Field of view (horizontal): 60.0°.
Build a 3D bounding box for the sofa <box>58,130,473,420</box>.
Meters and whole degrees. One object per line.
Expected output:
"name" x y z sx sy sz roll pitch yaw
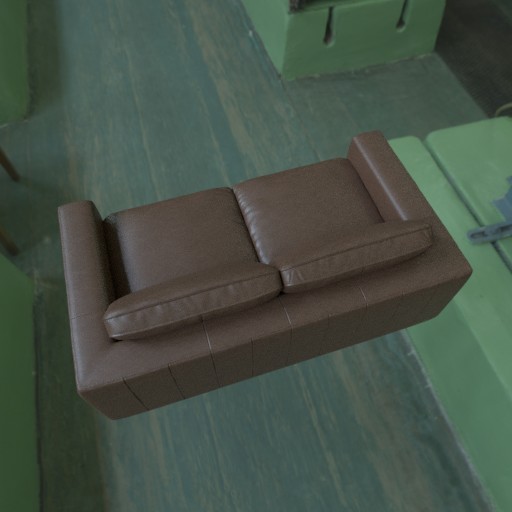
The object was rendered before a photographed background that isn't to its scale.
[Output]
"sofa" 0.000 0.000 2.400 1.920 0.800 1.070 -15 60 -9
